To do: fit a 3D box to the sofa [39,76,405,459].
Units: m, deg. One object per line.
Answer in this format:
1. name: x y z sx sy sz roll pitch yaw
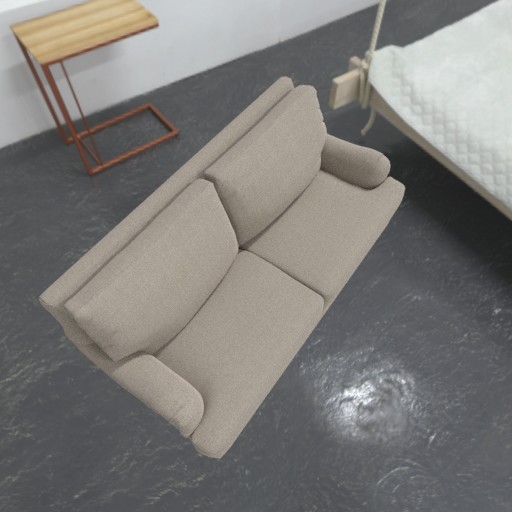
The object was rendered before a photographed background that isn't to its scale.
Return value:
1. sofa: 0.000 0.000 2.772 1.087 1.054 2.160 32 63 18
